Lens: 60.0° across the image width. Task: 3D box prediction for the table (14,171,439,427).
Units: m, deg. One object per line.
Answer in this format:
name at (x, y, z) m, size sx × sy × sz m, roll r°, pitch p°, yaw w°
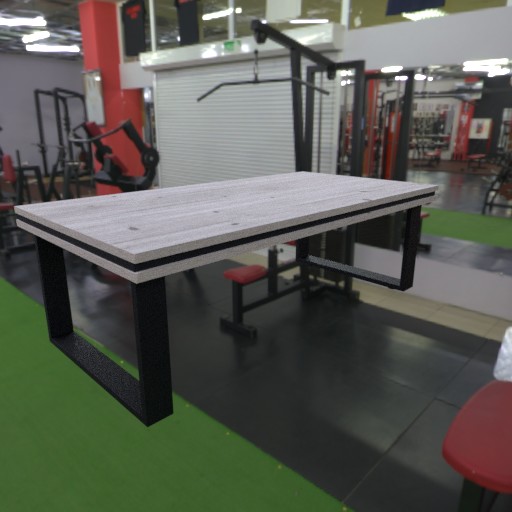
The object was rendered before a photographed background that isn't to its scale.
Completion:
table at (0.000, 0.000, 1.611) m, size 1.350 × 0.450 × 0.700 m, roll -16°, pitch 23°, yaw -42°
